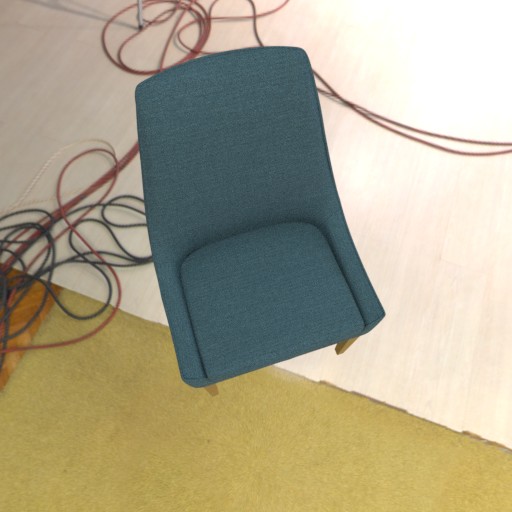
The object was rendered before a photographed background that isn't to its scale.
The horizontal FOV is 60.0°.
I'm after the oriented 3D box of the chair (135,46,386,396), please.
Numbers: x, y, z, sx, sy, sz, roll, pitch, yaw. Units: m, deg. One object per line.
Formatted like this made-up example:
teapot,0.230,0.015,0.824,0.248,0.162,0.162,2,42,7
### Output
chair,0.000,0.000,1.168,0.529,0.861,0.544,-16,65,-8
